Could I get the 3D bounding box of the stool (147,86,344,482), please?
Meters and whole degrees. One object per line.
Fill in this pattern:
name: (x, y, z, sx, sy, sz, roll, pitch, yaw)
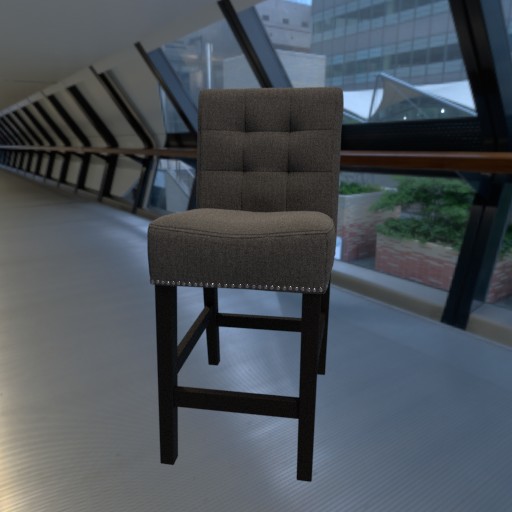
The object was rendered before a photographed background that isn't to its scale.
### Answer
stool: (0.000, 0.000, 1.174, 0.427, 0.885, 0.571, 2, 15, 9)
